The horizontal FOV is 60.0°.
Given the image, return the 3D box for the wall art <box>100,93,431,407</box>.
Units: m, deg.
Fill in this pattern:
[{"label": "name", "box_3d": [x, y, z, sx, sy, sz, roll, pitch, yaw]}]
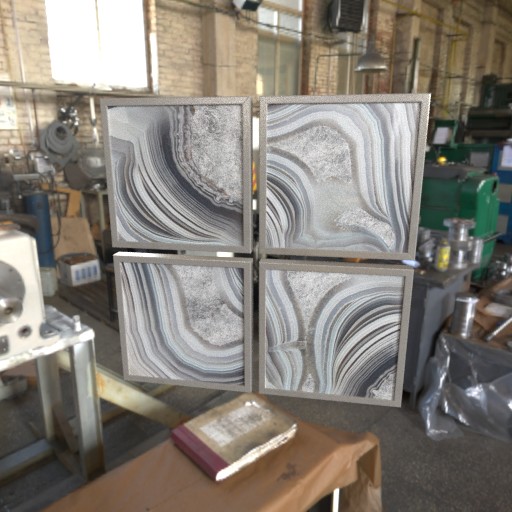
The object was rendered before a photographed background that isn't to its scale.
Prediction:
[{"label": "wall art", "box_3d": [0.000, 0.000, 0.900, 0.611, 0.611, 0.029, 3, 15, 10]}]
